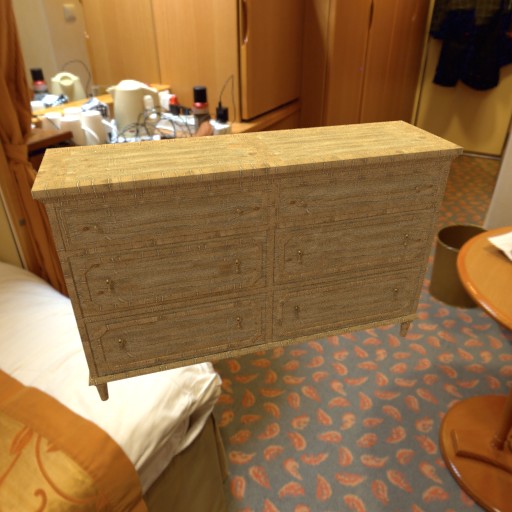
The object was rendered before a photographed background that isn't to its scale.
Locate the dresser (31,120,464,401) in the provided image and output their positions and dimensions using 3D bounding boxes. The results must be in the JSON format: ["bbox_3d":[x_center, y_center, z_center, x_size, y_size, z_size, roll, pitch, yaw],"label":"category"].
[{"bbox_3d":[0.000,0.000,2.055,1.626,1.016,0.457,-9,32,-14],"label":"dresser"}]
